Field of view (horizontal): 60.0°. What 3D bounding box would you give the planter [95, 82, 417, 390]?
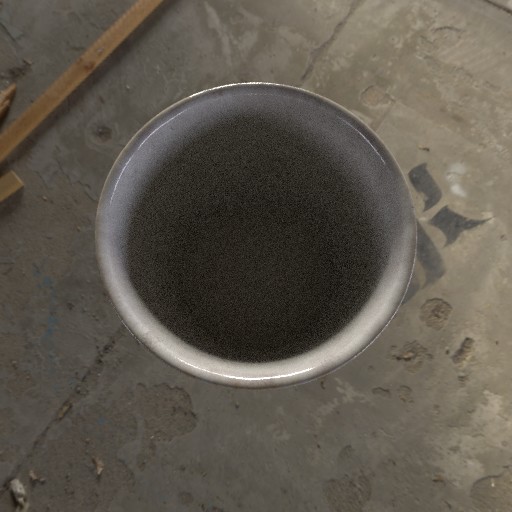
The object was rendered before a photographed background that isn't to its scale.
[{"bbox_3d":[0.000,0.000,0.345,0.193,0.165,0.193,0,76,0],"label":"planter"}]
